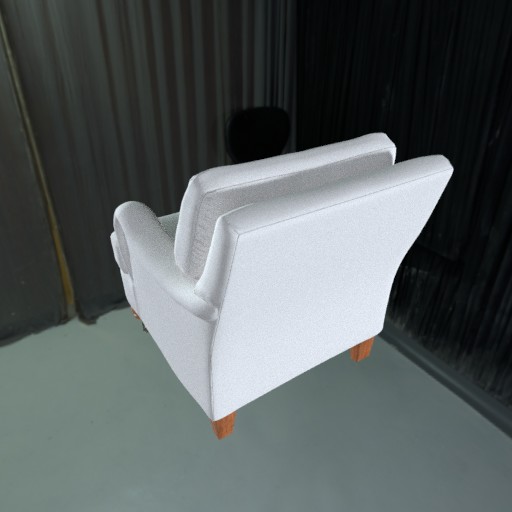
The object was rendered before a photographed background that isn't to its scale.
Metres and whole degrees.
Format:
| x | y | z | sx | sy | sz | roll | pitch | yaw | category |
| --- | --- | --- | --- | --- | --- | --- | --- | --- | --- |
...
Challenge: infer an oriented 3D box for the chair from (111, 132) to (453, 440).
| x | y | z | sx | sy | sz | roll | pitch | yaw | category |
| --- | --- | --- | --- | --- | --- | --- | --- | --- | --- |
| 0.000 | 0.000 | 1.852 | 0.955 | 1.038 | 1.070 | -19 | 35 | -29 | chair |
